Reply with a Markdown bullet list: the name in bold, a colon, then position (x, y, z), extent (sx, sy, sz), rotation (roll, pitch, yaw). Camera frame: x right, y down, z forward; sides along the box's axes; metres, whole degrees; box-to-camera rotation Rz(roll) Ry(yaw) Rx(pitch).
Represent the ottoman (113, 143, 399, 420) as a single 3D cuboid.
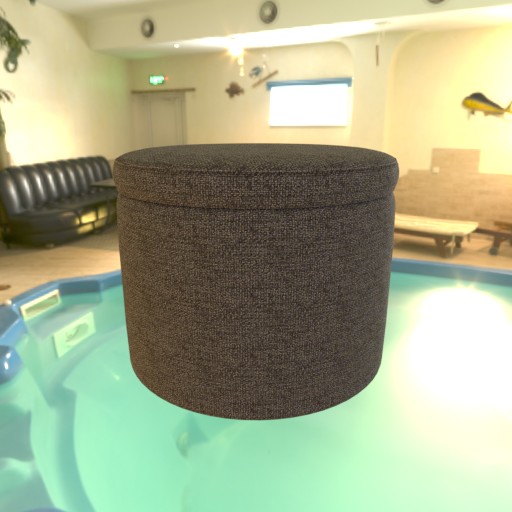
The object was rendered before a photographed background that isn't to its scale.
- **ottoman**: position (0.000, 0.000, 0.888), extent (0.520, 0.430, 0.520), rotation (0, 17, 0)
